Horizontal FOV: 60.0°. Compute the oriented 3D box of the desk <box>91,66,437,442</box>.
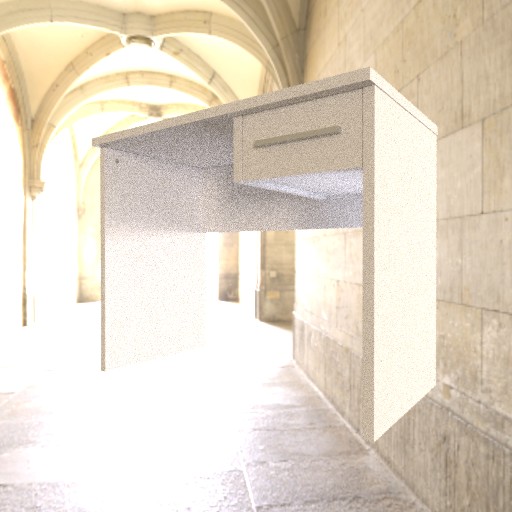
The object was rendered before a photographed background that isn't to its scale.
[{"bbox_3d":[0.000,0.000,1.312,0.900,0.729,0.498,0,1,36],"label":"desk"}]
